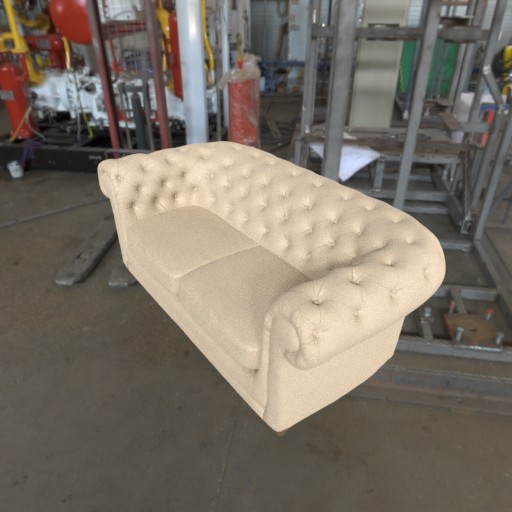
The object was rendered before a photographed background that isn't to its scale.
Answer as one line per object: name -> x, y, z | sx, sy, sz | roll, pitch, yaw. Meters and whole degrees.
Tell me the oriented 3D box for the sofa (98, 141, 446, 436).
sofa -> 0.000, 0.000, 2.509 | 1.069, 0.835, 1.988 | -21, 37, -30
